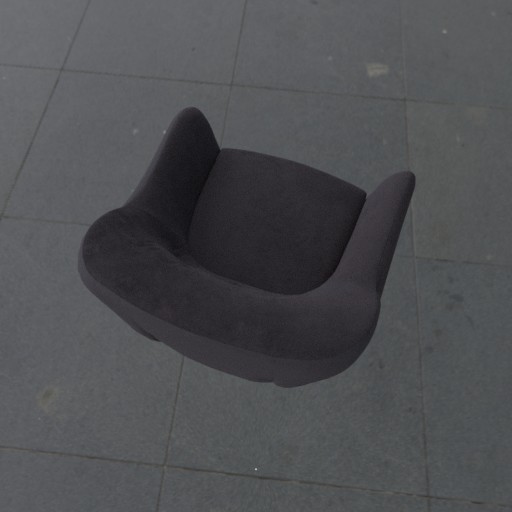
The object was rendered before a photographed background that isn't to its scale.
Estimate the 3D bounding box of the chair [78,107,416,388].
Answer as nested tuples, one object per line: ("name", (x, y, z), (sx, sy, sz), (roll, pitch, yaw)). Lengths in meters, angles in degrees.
("chair", (0.000, 0.000, 1.509), (0.840, 0.807, 0.819), (19, 66, 9))
